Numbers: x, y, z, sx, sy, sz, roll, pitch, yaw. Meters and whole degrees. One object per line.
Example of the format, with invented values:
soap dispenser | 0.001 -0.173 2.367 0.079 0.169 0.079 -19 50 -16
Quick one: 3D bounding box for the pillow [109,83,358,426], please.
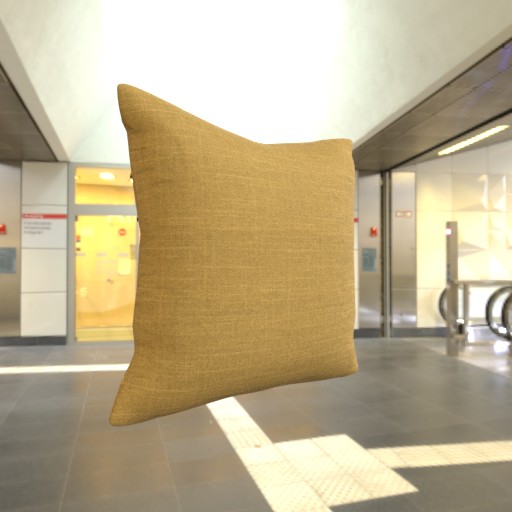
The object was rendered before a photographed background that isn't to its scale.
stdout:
pillow | 0.000 0.000 0.637 0.424 0.400 0.169 1 -1 -37
